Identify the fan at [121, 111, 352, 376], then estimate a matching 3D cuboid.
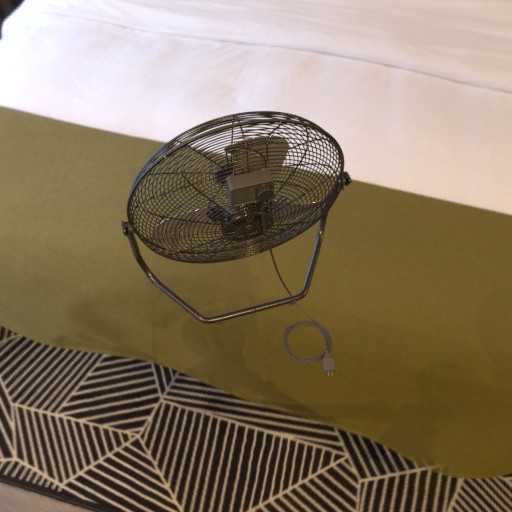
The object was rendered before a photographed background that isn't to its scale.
[{"bbox_3d":[0.000,0.000,1.023,0.595,0.605,0.470,-14,58,-9],"label":"fan"}]
